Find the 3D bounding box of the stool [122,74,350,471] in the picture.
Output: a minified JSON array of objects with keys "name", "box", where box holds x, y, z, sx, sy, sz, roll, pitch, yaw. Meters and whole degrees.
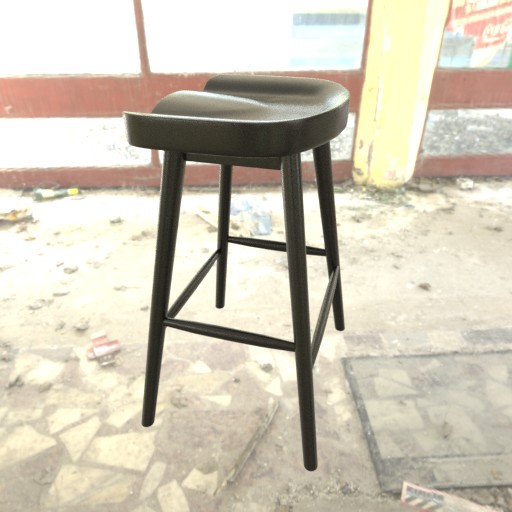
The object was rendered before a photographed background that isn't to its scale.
[{"name":"stool","box":[0.000,0.000,0.880,0.361,0.615,0.440,9,31,14]}]
